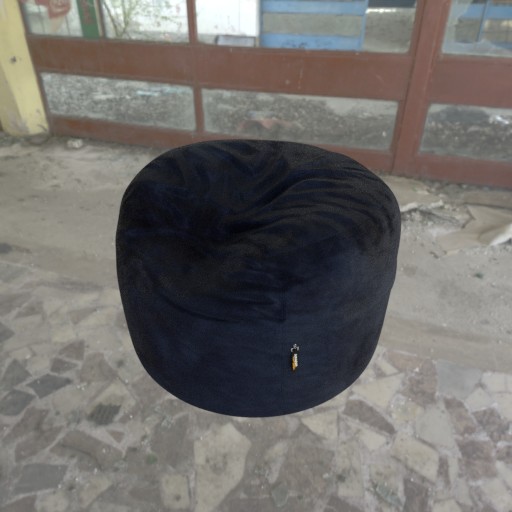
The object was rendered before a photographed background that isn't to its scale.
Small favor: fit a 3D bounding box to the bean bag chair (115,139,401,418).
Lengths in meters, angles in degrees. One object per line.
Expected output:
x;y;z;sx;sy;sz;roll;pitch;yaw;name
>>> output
0.000;0.000;1.510;0.918;0.616;0.918;0;33;0;bean bag chair
